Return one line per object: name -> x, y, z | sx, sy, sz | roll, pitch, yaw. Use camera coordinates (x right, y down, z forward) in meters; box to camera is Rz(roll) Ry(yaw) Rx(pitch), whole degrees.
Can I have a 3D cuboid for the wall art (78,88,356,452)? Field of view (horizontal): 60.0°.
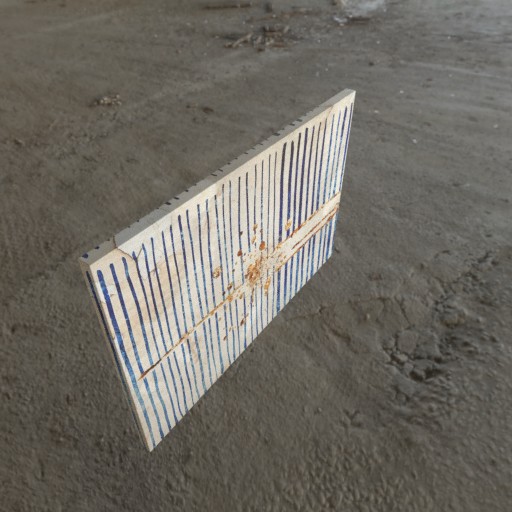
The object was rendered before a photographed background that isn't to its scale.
wall art -> 0.000, 0.000, 1.459 | 0.038, 0.757, 1.143 | 25, 47, 27
